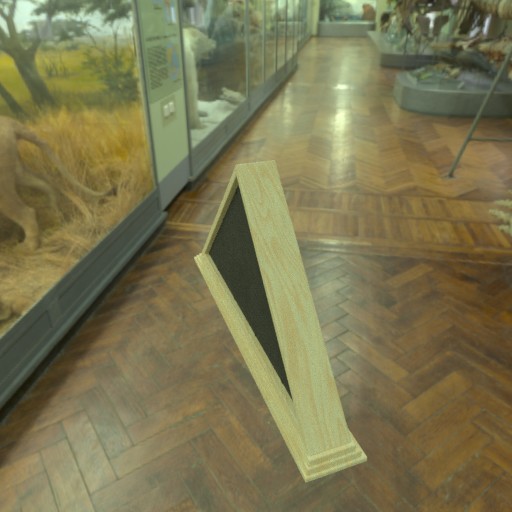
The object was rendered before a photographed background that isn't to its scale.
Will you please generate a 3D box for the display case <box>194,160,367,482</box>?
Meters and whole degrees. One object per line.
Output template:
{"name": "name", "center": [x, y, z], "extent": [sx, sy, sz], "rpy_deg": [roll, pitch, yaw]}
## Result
{"name": "display case", "center": [0.000, 0.000, 0.785], "extent": [0.095, 0.340, 0.640], "rpy_deg": [-10, 31, -18]}
